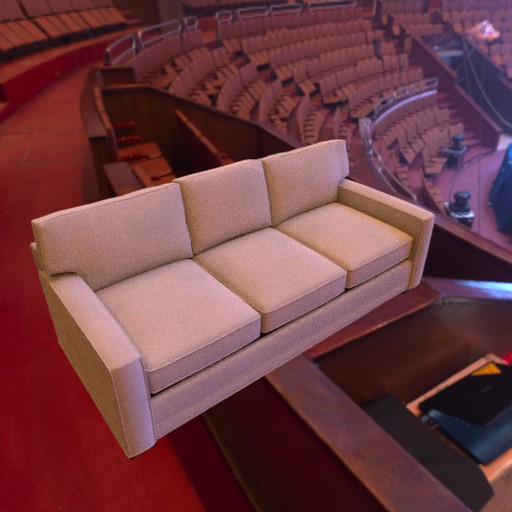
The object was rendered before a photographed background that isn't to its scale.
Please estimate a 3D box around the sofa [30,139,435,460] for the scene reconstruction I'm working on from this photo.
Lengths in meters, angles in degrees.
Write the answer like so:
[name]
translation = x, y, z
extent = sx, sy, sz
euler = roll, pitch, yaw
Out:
[sofa]
translation = 0.000, 0.000, 2.518
extent = 2.088, 0.862, 0.935
euler = -22, 38, -32
